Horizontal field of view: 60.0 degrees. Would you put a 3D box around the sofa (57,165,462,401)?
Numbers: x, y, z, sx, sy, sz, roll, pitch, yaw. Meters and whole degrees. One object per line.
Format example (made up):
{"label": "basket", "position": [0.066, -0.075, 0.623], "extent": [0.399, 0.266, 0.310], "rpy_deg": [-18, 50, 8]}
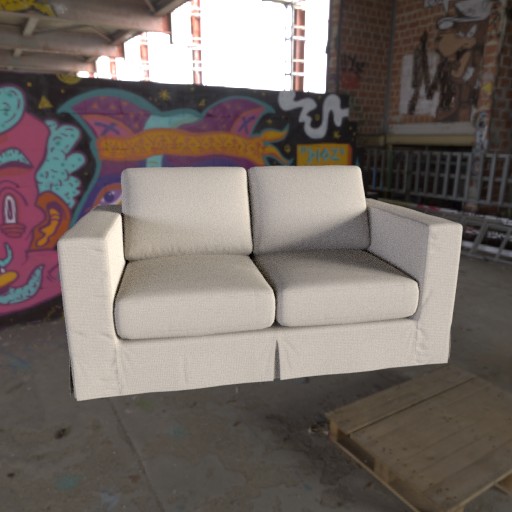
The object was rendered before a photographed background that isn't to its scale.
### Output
{"label": "sofa", "position": [0.000, 0.000, 2.409], "extent": [1.813, 0.932, 1.009], "rpy_deg": [-3, 15, -11]}
